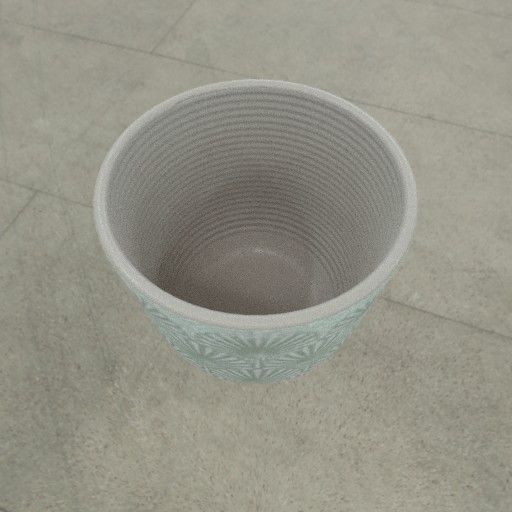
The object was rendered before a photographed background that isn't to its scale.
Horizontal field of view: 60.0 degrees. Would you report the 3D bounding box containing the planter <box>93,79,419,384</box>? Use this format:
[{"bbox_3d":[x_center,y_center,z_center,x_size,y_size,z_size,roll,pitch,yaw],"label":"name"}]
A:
[{"bbox_3d":[0.000,0.000,0.297,0.170,0.152,0.170,0,58,0],"label":"planter"}]
